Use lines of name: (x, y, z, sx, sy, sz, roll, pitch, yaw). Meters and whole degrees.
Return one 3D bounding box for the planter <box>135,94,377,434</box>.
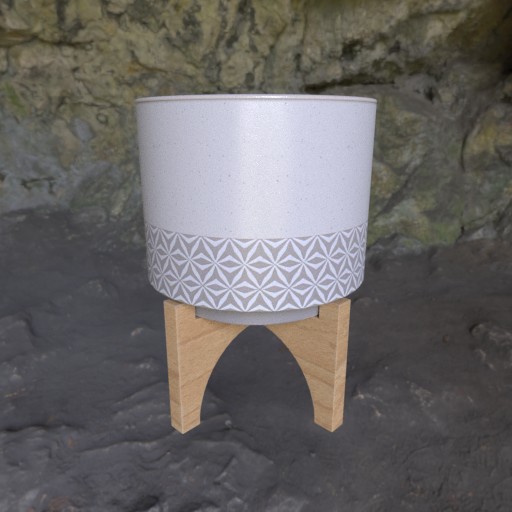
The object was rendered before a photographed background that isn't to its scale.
planter: (0.000, 0.000, 0.394, 0.188, 0.260, 0.188, 0, 17, 0)
